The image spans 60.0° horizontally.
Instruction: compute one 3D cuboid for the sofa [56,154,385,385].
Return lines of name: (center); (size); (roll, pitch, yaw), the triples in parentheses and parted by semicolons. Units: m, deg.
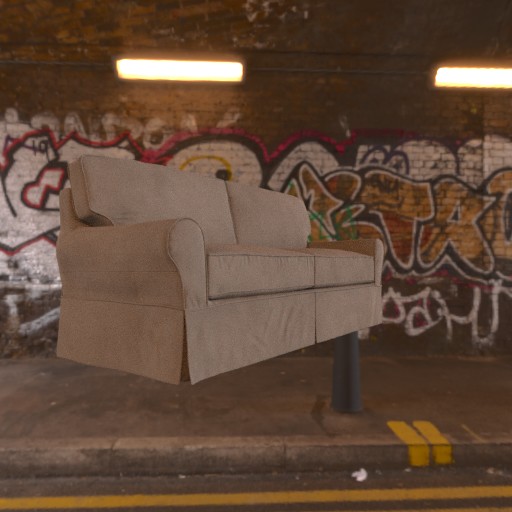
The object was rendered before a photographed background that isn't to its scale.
sofa: (0.000, 0.000, 2.771); (0.900, 1.014, 2.246); (0, -1, 36)
